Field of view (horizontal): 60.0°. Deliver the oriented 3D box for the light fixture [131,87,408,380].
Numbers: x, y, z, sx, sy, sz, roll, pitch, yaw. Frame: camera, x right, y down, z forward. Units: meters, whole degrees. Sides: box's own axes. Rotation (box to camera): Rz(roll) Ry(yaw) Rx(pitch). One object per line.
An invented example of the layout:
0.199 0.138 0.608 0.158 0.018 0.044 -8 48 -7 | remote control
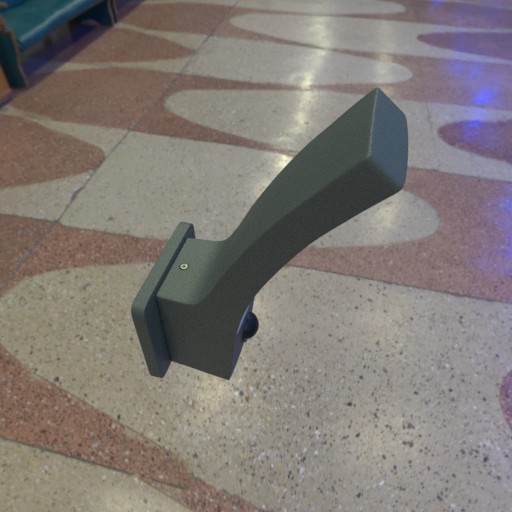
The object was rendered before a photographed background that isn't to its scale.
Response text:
0.000 0.000 0.333 0.174 0.243 0.108 10 45 10 | light fixture
